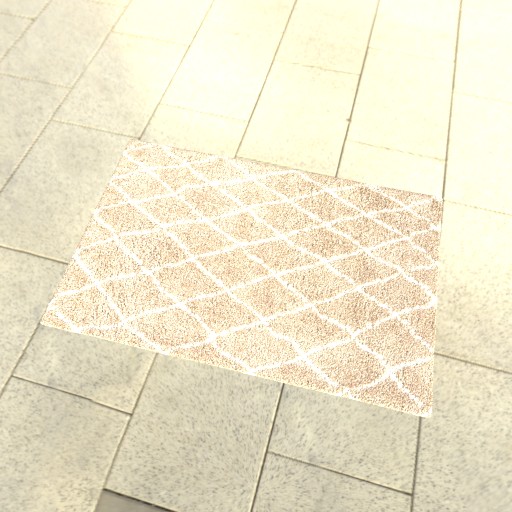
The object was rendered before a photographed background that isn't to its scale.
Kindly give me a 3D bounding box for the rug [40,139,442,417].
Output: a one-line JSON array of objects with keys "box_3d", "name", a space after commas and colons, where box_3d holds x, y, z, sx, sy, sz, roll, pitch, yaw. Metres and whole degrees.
[{"box_3d": [0.000, 0.000, 3.408, 2.743, 0.030, 1.778, 12, 63, 6], "name": "rug"}]
